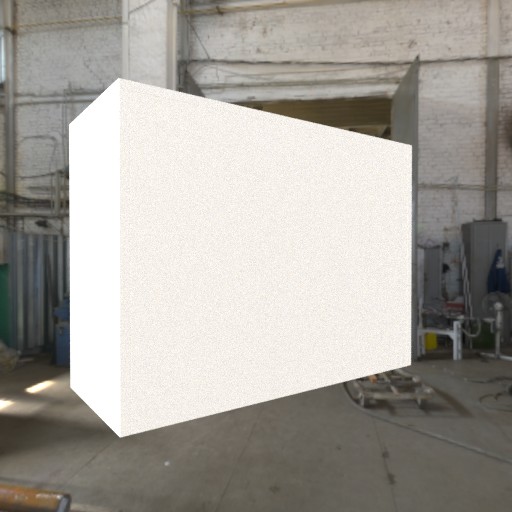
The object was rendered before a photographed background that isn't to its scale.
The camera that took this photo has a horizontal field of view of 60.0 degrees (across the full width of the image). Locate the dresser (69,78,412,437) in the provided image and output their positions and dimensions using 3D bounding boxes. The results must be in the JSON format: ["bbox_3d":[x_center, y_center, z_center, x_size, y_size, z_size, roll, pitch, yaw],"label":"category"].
[{"bbox_3d":[0.000,0.000,1.518,1.100,0.820,0.460,0,1,-36],"label":"dresser"}]
